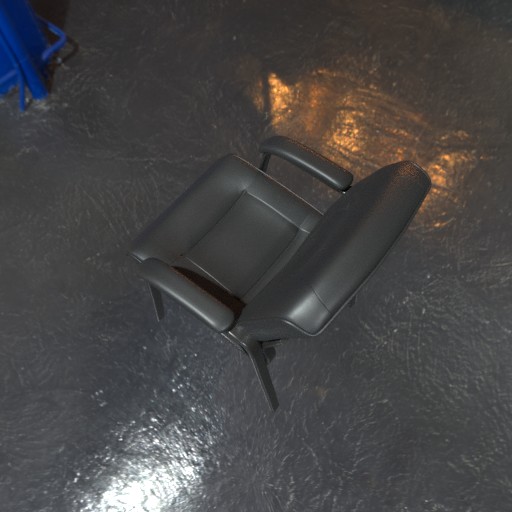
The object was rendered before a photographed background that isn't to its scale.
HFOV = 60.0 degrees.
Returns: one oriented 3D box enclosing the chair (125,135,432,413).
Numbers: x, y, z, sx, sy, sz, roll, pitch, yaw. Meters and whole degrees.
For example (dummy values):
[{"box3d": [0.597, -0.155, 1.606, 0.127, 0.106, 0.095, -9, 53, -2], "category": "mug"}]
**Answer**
[{"box3d": [0.000, 0.000, 1.335, 0.668, 0.910, 0.591, 35, 68, 16], "category": "chair"}]
